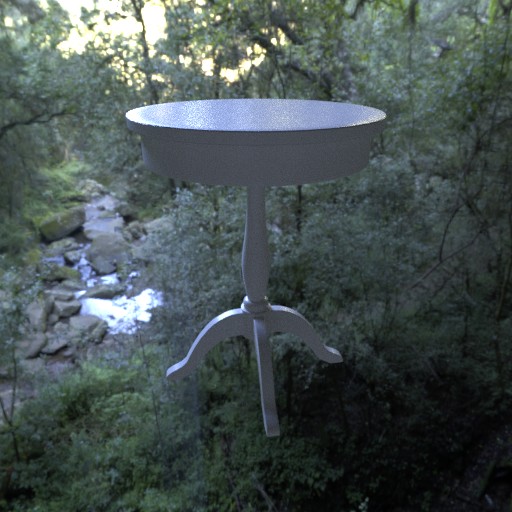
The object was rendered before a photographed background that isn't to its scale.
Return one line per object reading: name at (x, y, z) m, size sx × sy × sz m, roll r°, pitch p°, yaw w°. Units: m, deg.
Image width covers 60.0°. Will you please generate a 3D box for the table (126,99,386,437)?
table at (0.000, 0.000, 1.039) m, size 0.513 × 0.653 × 0.513 m, roll 0°, pitch 25°, yaw 0°
